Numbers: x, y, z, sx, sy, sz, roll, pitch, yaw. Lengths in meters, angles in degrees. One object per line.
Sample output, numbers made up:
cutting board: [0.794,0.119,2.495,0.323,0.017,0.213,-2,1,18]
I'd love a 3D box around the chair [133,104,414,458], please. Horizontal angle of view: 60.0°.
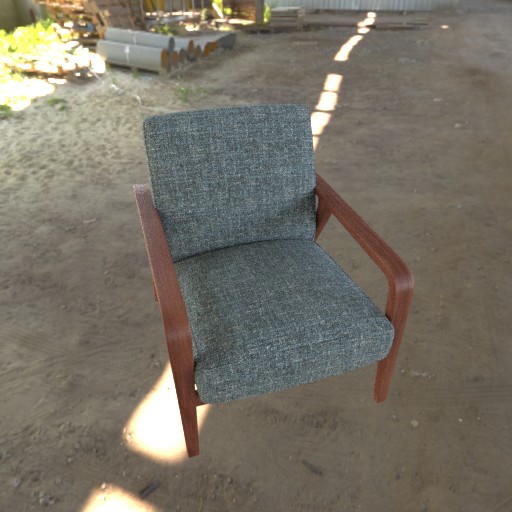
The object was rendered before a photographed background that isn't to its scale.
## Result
chair: [0.000,0.000,1.529,0.719,0.864,0.889,-10,34,-15]
